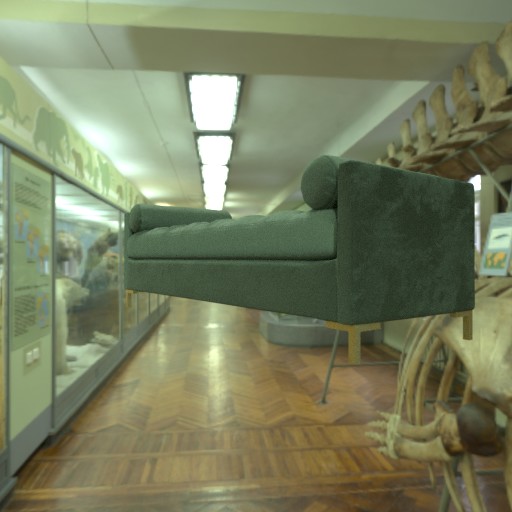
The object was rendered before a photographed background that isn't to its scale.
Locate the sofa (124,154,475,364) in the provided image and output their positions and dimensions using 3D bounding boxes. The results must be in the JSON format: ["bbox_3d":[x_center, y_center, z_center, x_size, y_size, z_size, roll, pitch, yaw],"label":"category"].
[{"bbox_3d":[0.000,0.000,2.467,0.796,0.705,2.102,0,0,-36],"label":"sofa"}]
